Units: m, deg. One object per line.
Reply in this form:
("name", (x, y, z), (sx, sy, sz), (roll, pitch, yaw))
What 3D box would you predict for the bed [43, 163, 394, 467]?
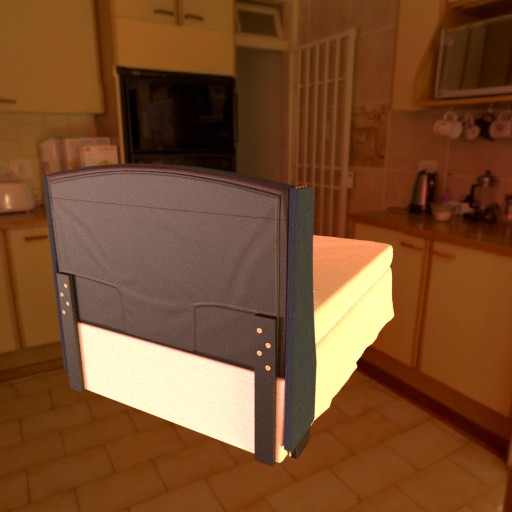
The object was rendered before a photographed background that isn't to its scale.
("bed", (0.000, 0.000, 3.209), (1.604, 1.402, 2.223), (8, 17, 28))
